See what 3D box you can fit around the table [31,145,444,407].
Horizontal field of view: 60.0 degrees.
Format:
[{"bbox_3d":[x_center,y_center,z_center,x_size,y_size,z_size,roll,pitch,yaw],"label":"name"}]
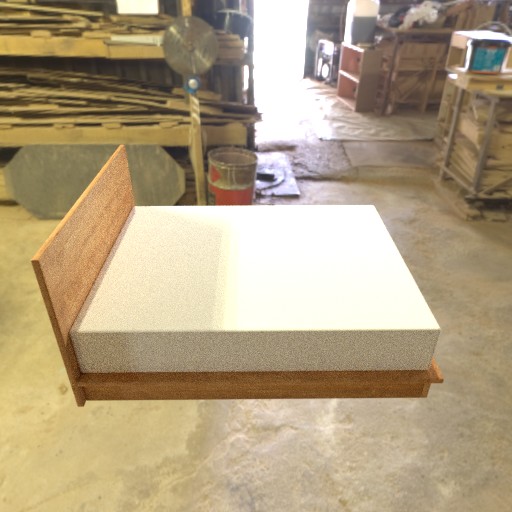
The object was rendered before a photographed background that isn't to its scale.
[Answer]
[{"bbox_3d":[0.000,0.000,3.100,2.149,1.041,1.707,0,32,-1],"label":"table"}]
